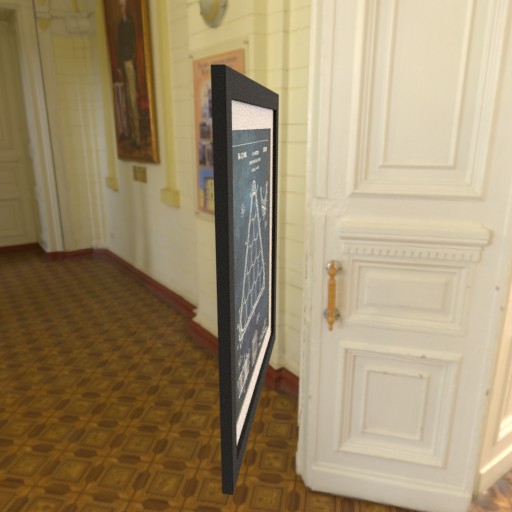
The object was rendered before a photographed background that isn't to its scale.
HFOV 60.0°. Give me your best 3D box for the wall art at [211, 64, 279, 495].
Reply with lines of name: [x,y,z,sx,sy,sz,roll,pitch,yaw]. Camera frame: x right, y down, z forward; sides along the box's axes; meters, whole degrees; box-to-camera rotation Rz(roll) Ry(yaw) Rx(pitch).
wall art: [0.000,0.000,0.499,0.010,0.361,0.311,3,17,9]
